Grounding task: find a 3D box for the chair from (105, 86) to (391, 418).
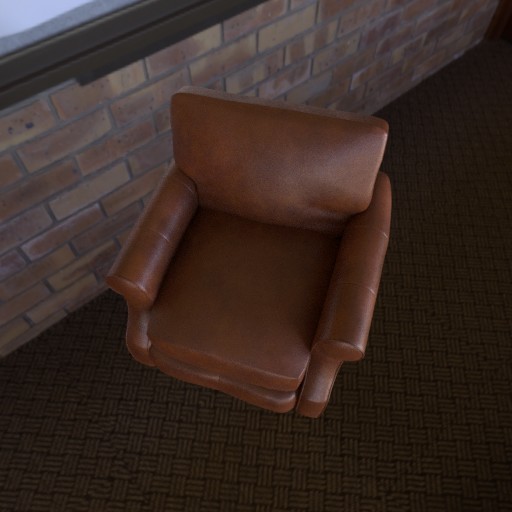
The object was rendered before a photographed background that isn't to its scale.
[{"bbox_3d":[0.000,0.000,1.816,0.989,0.972,0.992,15,59,9],"label":"chair"}]
